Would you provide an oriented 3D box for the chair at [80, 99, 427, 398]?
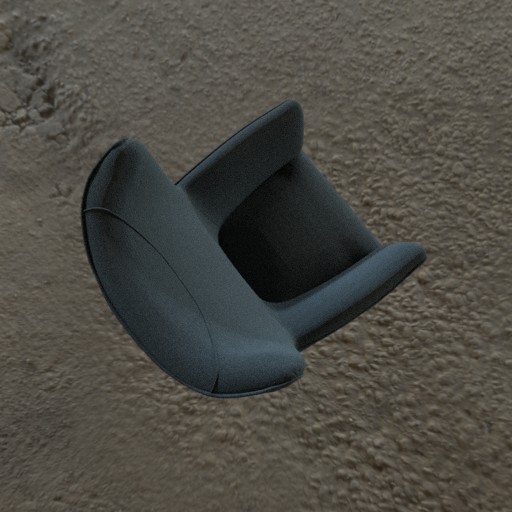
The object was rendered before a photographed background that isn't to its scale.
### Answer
[{"bbox_3d":[0.000,0.000,1.585,0.888,0.933,0.781,-36,79,-8],"label":"chair"}]
